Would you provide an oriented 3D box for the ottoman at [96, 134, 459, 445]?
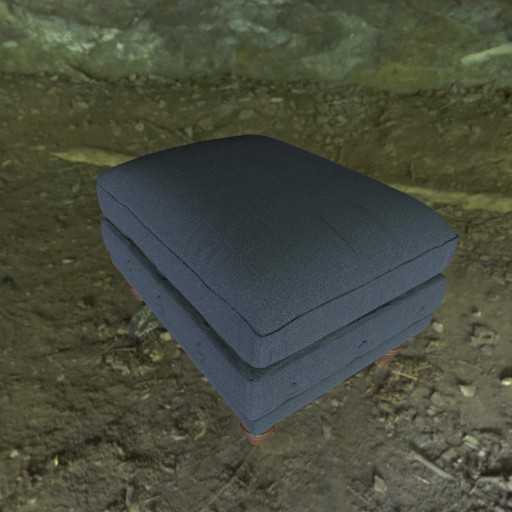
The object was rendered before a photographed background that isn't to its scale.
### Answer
[{"bbox_3d":[0.000,0.000,1.150,0.558,0.486,0.767,-21,38,-29],"label":"ottoman"}]
